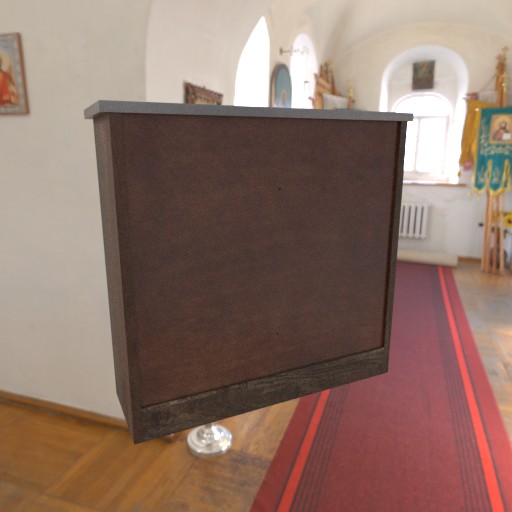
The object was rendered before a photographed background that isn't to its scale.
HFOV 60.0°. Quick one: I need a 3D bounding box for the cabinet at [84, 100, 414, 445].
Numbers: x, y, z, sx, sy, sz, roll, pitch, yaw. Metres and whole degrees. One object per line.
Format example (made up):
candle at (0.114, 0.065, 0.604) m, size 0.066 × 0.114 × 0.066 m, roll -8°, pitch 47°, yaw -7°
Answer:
cabinet at (0.000, 0.000, 1.479) m, size 0.968 × 0.919 × 0.338 m, roll -7°, pitch 16°, yaw -25°
